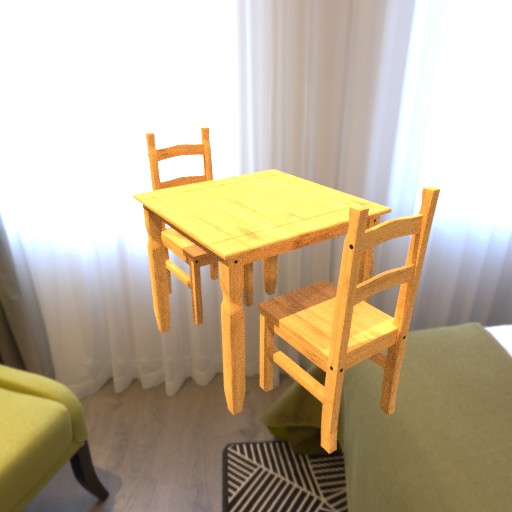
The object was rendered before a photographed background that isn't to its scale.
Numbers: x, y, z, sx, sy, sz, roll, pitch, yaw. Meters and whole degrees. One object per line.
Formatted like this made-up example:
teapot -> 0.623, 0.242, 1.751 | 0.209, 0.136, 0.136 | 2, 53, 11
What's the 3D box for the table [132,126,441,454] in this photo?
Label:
table -> 0.000, 0.000, 2.049 | 0.813, 0.942, 1.501 | -16, 30, -31
